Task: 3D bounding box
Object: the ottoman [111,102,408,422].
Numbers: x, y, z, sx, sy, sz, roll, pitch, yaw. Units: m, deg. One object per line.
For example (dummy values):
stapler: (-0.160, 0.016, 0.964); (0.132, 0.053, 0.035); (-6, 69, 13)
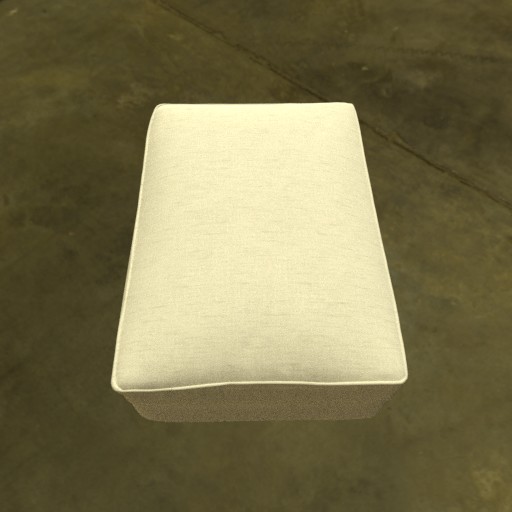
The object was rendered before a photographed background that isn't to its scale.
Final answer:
ottoman: (0.000, 0.000, 0.965); (0.501, 0.406, 0.665); (-1, 58, -1)
